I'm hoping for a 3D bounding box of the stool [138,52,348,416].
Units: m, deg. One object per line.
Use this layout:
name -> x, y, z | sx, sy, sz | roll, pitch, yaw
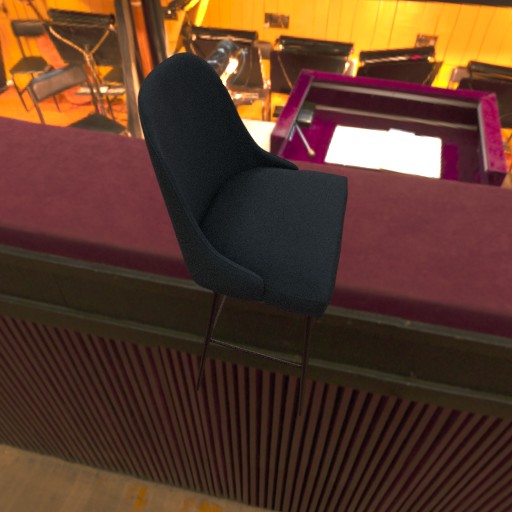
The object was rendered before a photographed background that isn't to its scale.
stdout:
stool -> 0.000, 0.000, 1.347 | 0.489, 1.079, 0.527 | 10, 46, 10
